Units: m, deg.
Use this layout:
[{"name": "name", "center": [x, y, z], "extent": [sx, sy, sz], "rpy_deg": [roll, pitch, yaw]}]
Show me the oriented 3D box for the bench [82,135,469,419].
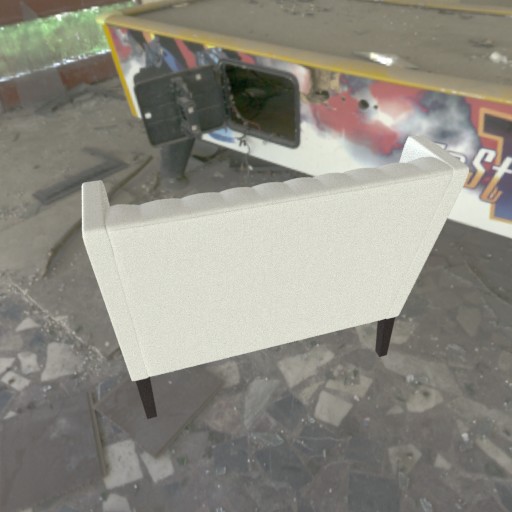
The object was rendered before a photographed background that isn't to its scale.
[{"name": "bench", "center": [0.000, 0.000, 2.007], "extent": [1.280, 1.123, 0.847], "rpy_deg": [-11, 40, -13]}]
